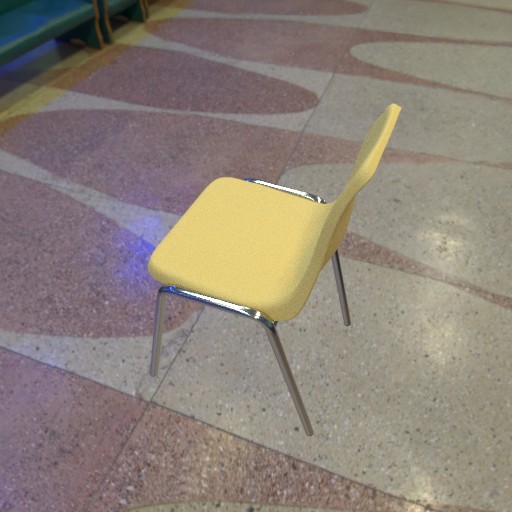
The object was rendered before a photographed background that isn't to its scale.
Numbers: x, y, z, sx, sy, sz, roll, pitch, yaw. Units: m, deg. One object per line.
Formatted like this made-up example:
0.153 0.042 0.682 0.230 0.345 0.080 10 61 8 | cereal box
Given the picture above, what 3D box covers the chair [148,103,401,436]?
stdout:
0.000 0.000 0.948 0.436 0.704 0.381 17 49 16 | chair
